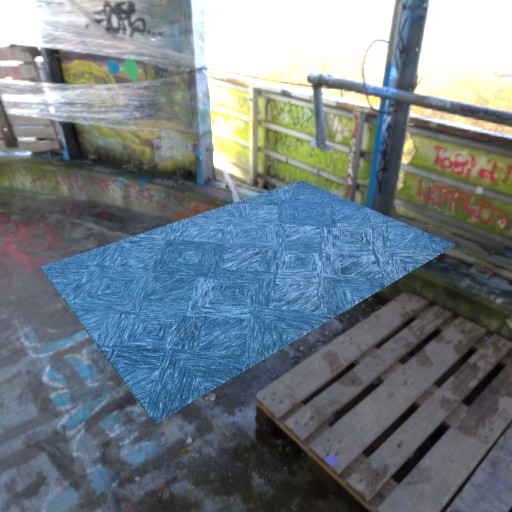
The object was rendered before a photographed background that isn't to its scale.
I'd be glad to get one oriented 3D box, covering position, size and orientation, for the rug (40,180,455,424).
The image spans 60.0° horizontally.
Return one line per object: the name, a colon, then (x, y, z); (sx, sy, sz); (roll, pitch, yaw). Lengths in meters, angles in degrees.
rug: (0.000, 0.000, 2.892); (2.277, 0.015, 1.490); (-23, 38, -33)
